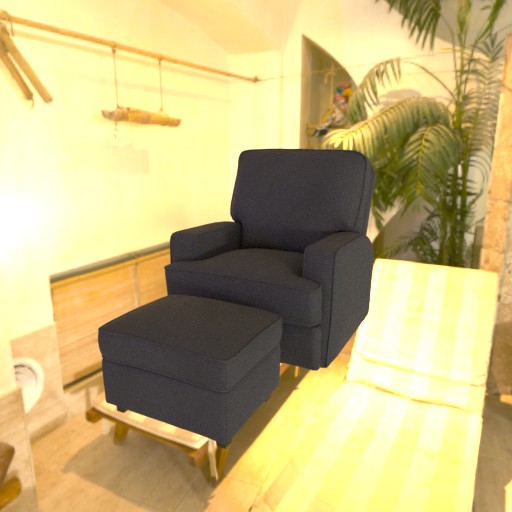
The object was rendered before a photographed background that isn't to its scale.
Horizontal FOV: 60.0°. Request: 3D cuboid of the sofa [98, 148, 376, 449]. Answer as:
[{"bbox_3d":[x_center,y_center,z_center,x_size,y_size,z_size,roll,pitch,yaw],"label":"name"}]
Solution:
[{"bbox_3d":[0.000,0.000,2.055,0.861,0.959,1.472,7,16,26],"label":"sofa"}]
